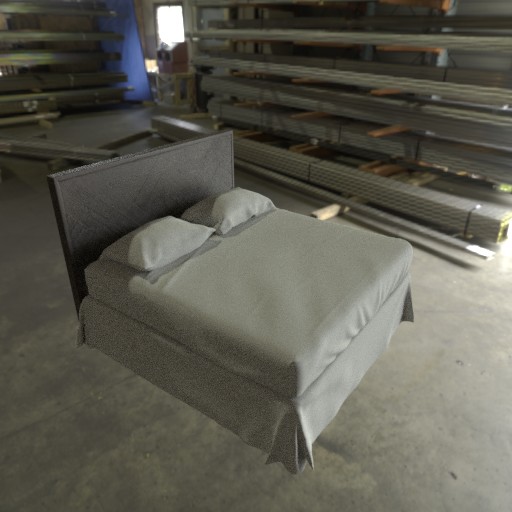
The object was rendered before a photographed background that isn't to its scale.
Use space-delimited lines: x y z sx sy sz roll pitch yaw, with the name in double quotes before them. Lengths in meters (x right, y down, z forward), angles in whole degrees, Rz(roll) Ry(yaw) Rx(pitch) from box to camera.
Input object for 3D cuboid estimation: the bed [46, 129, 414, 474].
"bed" 0.000 0.000 2.871 1.785 1.142 1.772 18 32 31
